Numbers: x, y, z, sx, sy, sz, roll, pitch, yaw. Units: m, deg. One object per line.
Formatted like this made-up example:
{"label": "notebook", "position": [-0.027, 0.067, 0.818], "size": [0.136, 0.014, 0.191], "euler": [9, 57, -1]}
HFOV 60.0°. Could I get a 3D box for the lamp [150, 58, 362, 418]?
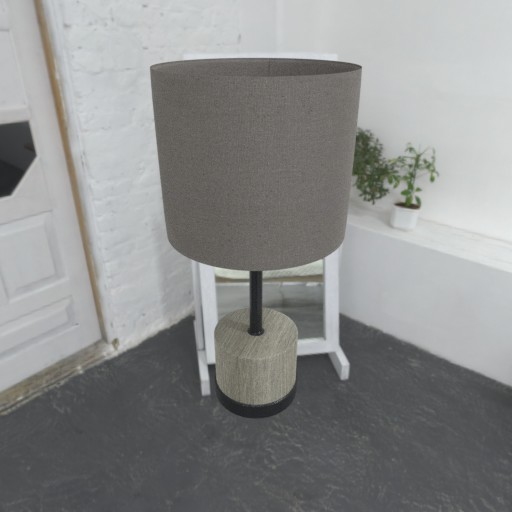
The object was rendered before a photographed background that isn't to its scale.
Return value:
{"label": "lamp", "position": [0.000, 0.000, 0.593], "size": [0.229, 0.470, 0.229], "euler": [9, 29, 16]}
